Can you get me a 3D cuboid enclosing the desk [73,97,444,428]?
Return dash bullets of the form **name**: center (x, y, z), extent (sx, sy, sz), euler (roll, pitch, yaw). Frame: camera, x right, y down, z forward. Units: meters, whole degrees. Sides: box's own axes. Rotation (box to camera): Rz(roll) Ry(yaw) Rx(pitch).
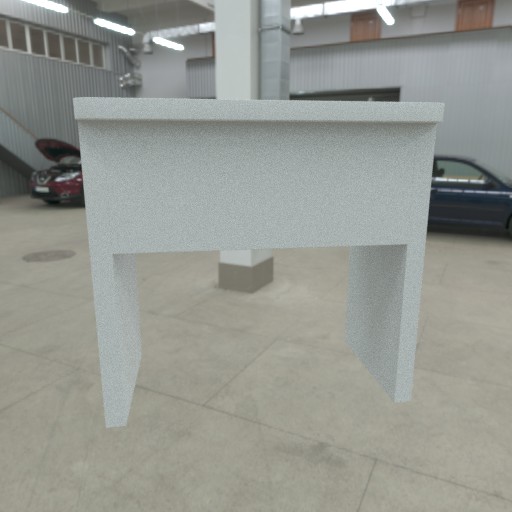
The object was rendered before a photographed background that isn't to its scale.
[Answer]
- **desk**: center (0.000, 0.000, 1.204), extent (0.790, 0.760, 0.446), euler (-2, 14, -8)
